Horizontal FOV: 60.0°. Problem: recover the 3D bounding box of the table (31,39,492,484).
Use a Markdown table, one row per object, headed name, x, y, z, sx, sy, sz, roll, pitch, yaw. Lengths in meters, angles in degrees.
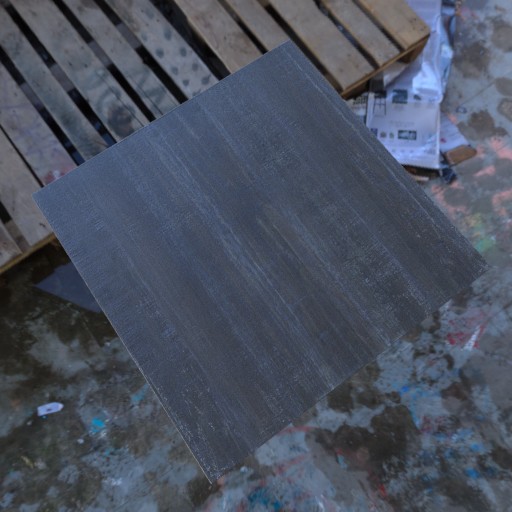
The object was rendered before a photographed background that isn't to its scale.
| name | x | y | z | sx | sy | sz | roll | pitch | yaw |
| --- | --- | --- | --- | --- | --- | --- | --- | --- | --- |
| table | 0.000 | 0.000 | 1.126 | 0.696 | 0.400 | 0.696 | -35 | 77 | -9 |
